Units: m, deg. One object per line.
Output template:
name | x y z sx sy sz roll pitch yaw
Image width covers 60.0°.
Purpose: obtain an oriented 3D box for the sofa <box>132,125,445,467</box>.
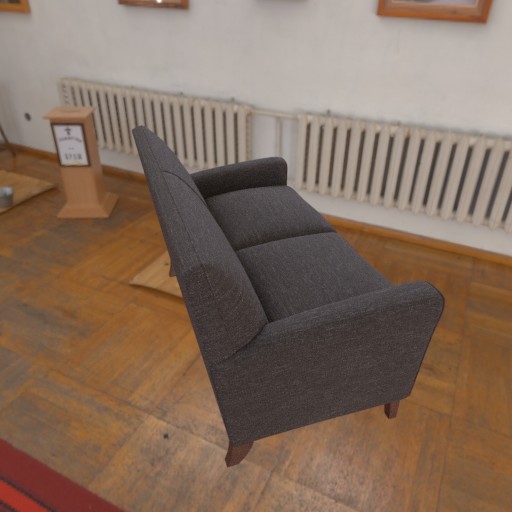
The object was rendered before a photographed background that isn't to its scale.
sofa | 0.000 0.000 2.031 0.867 0.905 1.509 -10 32 -16
